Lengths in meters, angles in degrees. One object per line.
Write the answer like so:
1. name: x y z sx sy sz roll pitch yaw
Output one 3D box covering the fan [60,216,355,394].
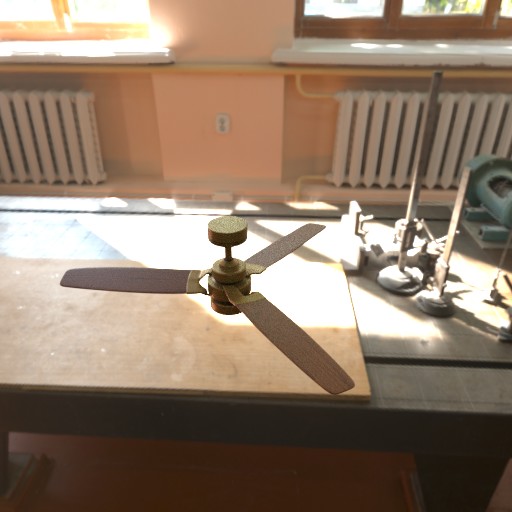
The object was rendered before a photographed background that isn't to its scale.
1. fan: 0.000 0.000 2.081 1.416 0.425 1.271 21 36 32
